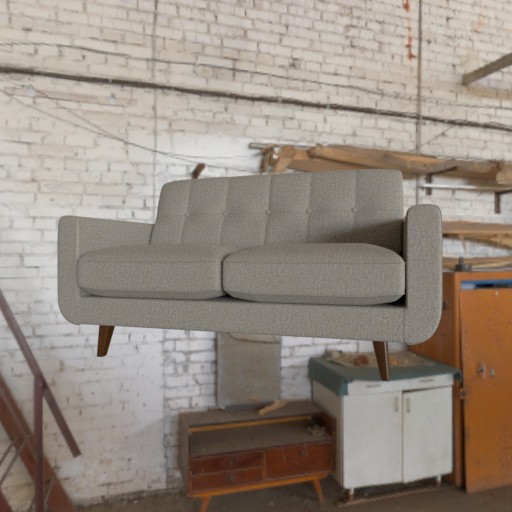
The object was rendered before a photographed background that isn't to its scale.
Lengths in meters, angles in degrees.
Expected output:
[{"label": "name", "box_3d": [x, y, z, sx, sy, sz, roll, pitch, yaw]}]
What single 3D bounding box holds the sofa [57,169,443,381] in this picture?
[{"label": "sofa", "box_3d": [0.000, 0.000, 2.218, 1.651, 0.925, 0.952, 0, 0, 18]}]
